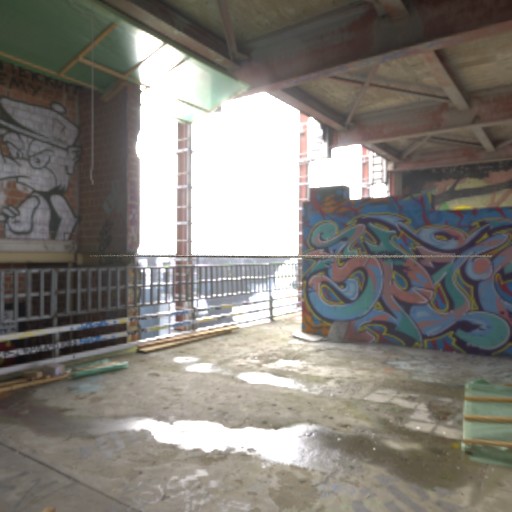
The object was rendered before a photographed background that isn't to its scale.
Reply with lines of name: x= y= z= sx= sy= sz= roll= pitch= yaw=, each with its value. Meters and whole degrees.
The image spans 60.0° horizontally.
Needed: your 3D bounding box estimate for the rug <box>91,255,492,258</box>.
rug: x=0.000 y=0.000 z=2.204 sx=1.143 sy=0.006 sz=1.747 roll=0 pitch=0 yaw=-35
